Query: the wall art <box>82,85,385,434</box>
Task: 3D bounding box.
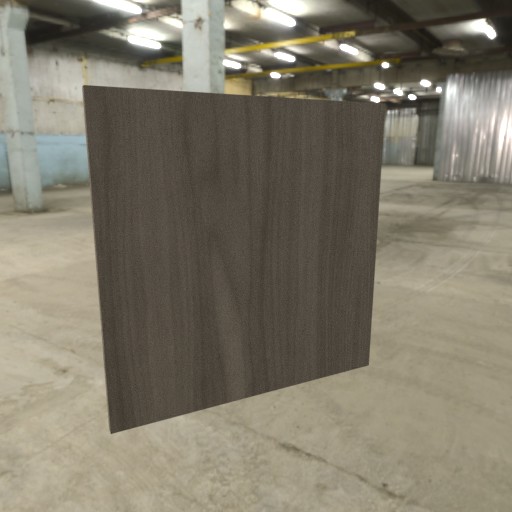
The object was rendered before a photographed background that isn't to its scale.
[{"bbox_3d":[0.000,0.000,0.743,0.508,0.507,0.016,-6,15,-26],"label":"wall art"}]
